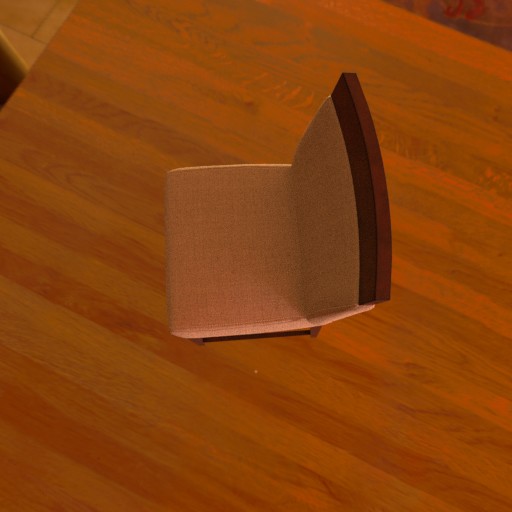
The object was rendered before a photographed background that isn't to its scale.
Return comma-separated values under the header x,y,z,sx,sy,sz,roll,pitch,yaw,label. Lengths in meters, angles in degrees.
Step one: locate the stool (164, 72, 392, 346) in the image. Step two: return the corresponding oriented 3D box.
x,y,z,sx,sy,sz,roll,pitch,yaw,label
0.000,0.000,1.289,0.480,1.011,0.463,-4,75,-1,stool
